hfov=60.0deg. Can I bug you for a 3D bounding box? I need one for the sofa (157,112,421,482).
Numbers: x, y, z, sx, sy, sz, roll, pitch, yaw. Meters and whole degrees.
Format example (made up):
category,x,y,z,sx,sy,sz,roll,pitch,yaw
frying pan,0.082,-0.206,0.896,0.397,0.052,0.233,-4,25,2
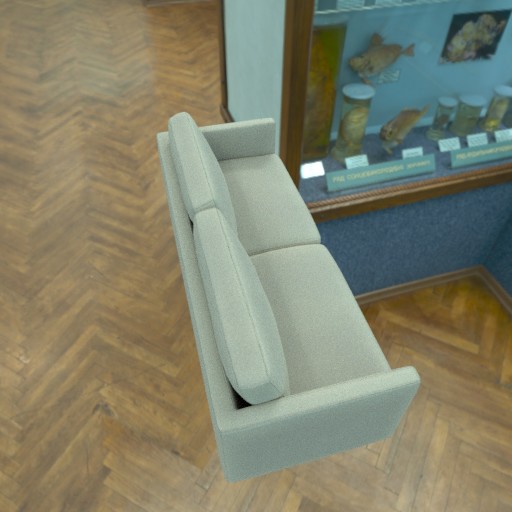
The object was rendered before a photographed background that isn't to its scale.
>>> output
category,x,y,z,sx,sy,sz,roll,pitch,yaw
sofa,0.000,0.000,2.830,0.951,0.968,2.361,-11,48,-10
